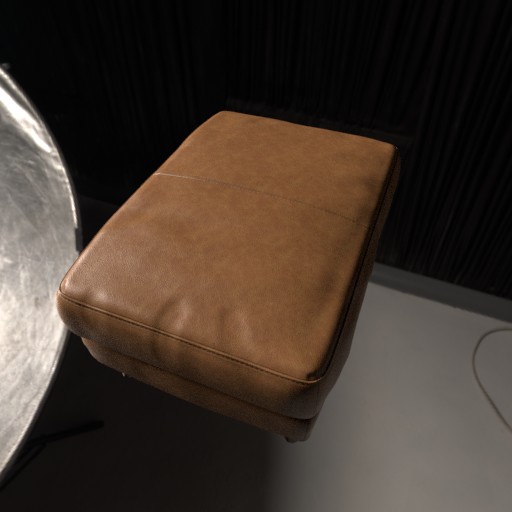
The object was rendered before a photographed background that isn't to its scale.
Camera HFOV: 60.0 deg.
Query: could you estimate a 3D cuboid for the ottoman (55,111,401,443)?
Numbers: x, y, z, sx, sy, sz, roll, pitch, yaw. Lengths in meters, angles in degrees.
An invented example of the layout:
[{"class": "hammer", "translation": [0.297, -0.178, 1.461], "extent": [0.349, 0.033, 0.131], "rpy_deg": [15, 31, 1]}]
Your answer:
[{"class": "ottoman", "translation": [0.000, 0.000, 1.229], "extent": [0.630, 0.461, 0.869], "rpy_deg": [16, 48, 15]}]
